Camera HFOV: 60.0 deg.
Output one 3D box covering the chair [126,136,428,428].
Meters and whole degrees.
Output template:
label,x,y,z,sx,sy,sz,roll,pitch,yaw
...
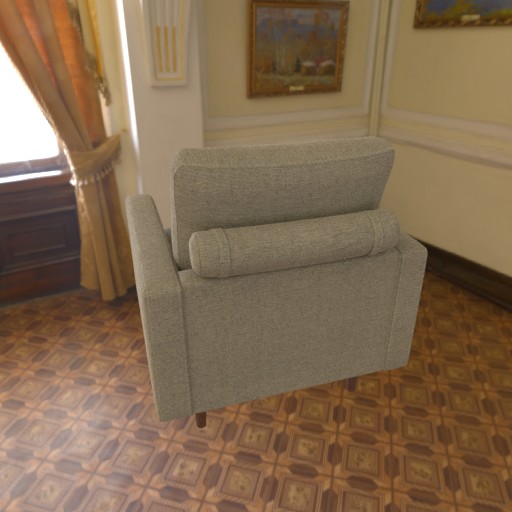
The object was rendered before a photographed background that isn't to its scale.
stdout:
label,x,y,z,sx,sy,sz,roll,pitch,yaw
chair,0.000,0.000,1.549,0.821,0.880,0.843,-8,27,-16
